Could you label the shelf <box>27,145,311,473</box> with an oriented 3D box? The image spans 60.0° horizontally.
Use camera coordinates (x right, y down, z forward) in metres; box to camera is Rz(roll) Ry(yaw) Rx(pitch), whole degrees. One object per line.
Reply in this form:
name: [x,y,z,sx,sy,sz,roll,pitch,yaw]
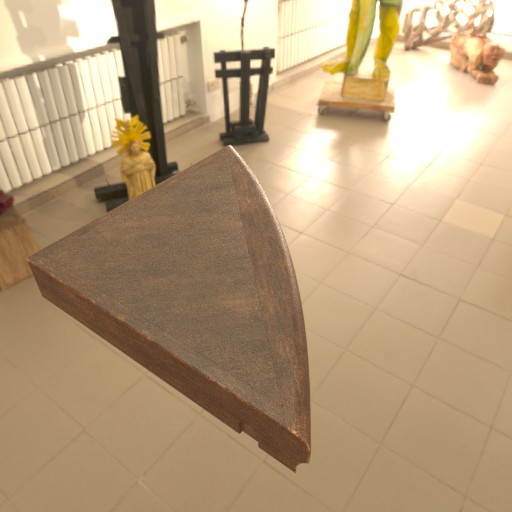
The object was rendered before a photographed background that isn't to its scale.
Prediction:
shelf: [0.000,0.000,0.457,0.310,0.050,0.310,25,45,27]
